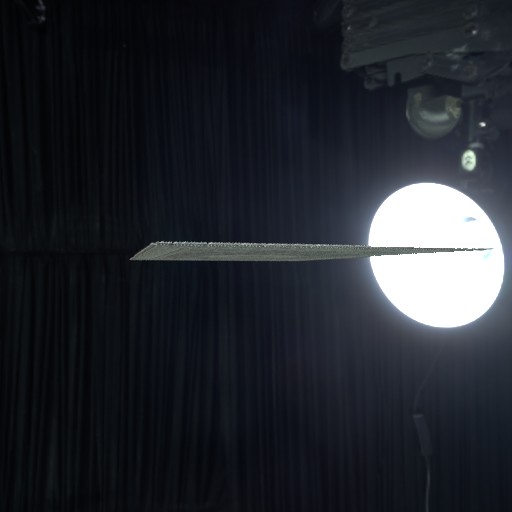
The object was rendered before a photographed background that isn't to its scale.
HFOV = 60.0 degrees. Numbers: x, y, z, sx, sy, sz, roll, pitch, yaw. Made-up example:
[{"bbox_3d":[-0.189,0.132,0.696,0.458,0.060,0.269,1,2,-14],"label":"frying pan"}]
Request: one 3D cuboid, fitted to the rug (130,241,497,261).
[{"bbox_3d":[0.000,0.000,2.921,1.528,0.010,2.440,1,-2,-18],"label":"rug"}]
